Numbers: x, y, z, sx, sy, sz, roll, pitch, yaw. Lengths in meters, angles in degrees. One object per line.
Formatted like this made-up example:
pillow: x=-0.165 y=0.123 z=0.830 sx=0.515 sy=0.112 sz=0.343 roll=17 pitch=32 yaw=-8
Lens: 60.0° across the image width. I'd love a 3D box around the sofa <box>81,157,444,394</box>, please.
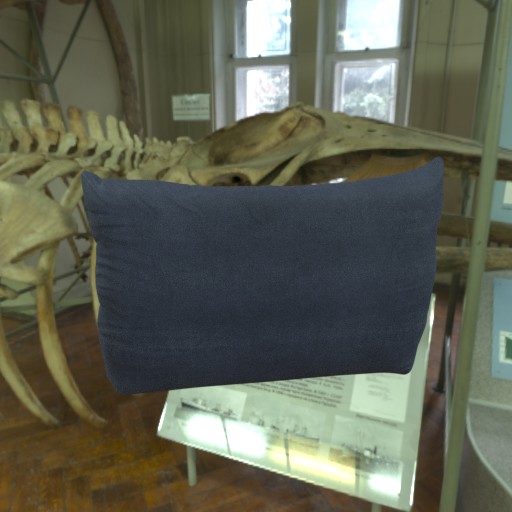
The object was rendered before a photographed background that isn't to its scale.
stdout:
sofa: x=0.000 y=0.000 z=1.732 sx=1.122 sy=0.778 sz=0.849 roll=-2 pitch=16 yaw=-9
